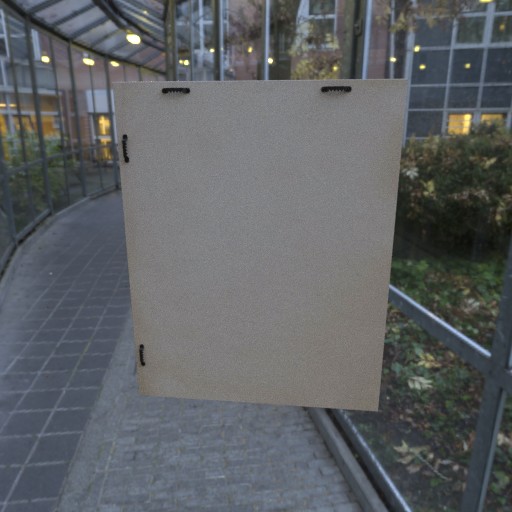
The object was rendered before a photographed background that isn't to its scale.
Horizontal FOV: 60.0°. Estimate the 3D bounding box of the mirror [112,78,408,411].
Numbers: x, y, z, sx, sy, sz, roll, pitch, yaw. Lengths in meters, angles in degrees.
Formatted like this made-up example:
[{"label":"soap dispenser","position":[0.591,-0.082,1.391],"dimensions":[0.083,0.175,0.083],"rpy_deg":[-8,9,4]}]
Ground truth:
[{"label":"mirror","position":[0.000,0.000,0.690],"dimensions":[0.405,0.508,0.041],"rpy_deg":[2,16,6]}]
